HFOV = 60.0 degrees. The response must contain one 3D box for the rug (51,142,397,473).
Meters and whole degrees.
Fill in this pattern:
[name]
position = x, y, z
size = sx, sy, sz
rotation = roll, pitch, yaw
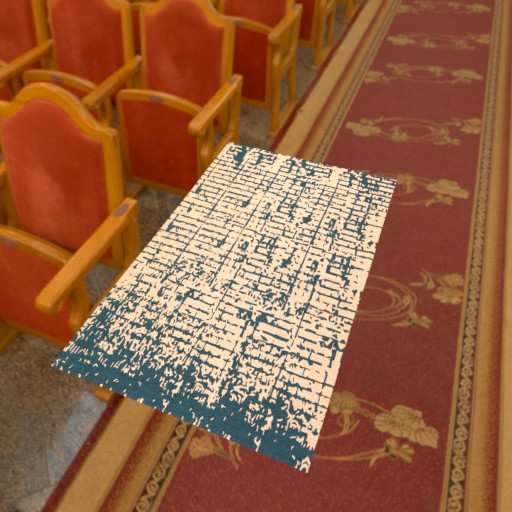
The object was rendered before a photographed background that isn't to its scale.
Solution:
[rug]
position = 0.000, 0.000, 3.077
size = 1.517, 0.011, 2.435
rotation = 17, 49, 15
